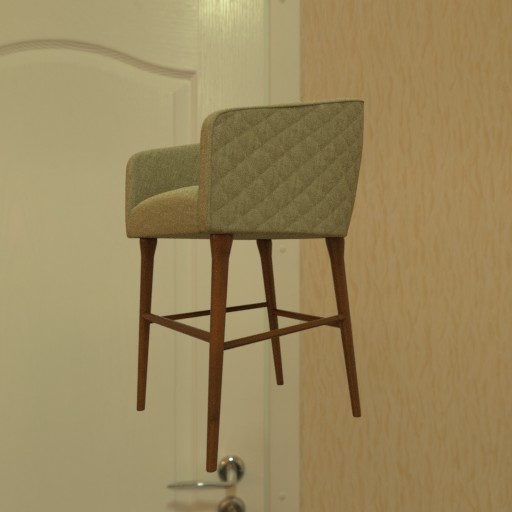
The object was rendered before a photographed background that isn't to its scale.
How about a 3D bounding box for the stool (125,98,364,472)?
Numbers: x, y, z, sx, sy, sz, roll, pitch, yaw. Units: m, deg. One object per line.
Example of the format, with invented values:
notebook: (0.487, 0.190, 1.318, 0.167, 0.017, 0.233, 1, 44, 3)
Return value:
stool: (0.000, 0.000, 1.331, 0.635, 0.952, 0.559, -1, 1, -34)
